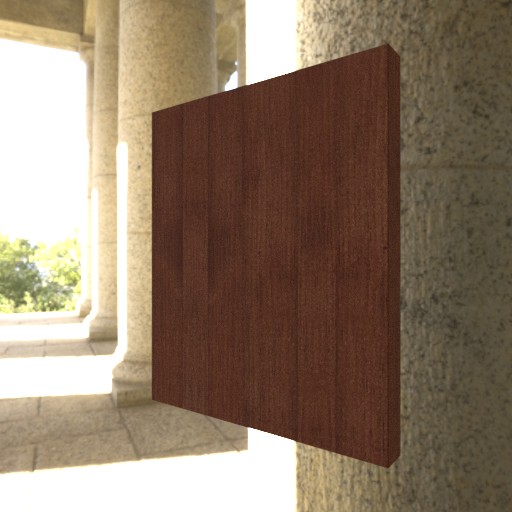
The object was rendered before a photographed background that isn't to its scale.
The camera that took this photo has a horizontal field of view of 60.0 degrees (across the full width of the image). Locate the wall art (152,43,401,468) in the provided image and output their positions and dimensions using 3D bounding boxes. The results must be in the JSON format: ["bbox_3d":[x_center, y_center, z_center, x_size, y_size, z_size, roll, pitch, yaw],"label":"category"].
[{"bbox_3d":[0.000,0.000,0.597,0.377,0.449,0.039,0,0,37],"label":"wall art"}]
